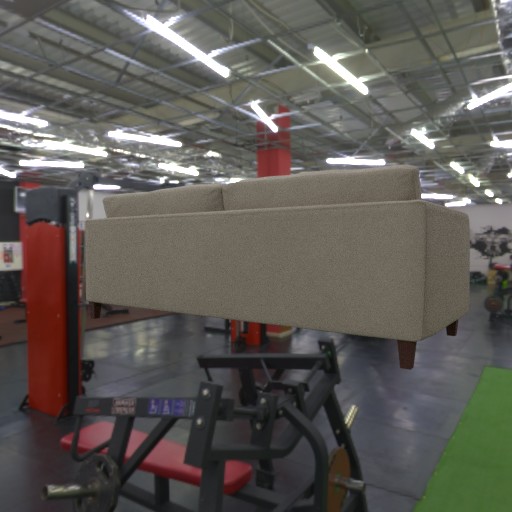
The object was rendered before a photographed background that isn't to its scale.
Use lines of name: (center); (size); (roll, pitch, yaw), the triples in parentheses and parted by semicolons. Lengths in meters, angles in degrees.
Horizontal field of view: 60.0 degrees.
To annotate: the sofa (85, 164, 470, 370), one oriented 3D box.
sofa: (0.000, 0.000, 2.883); (2.404, 0.912, 0.988); (1, 2, 36)
